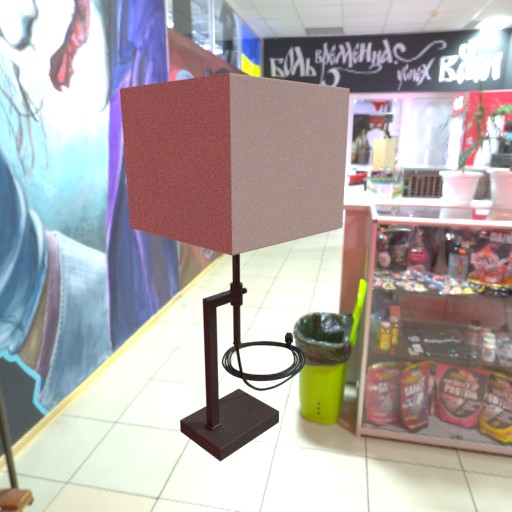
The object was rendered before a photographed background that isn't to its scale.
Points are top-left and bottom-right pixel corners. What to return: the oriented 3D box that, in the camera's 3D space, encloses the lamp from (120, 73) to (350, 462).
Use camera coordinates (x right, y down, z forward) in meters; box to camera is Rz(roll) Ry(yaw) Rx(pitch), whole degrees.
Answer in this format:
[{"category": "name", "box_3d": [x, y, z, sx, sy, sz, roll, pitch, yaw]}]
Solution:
[{"category": "lamp", "box_3d": [0.000, 0.000, 0.963, 0.399, 0.660, 0.504, 14, 21, 43]}]
